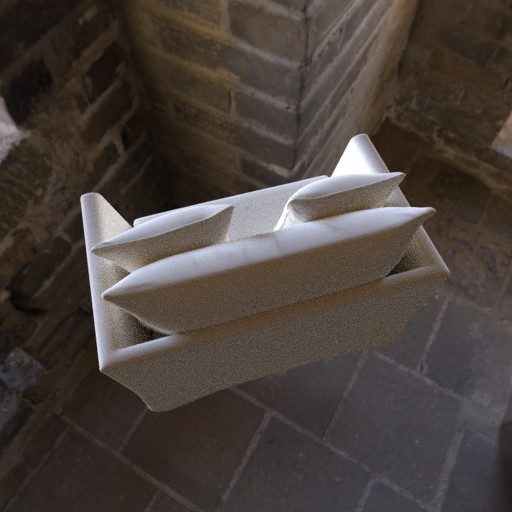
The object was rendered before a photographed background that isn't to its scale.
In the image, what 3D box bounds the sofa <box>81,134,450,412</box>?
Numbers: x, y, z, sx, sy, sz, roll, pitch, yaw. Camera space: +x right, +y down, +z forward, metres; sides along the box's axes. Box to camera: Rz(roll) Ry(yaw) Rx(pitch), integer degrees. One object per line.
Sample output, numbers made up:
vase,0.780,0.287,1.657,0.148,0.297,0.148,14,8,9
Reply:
sofa,0.000,0.000,2.339,1.608,1.039,1.026,-14,59,-9
